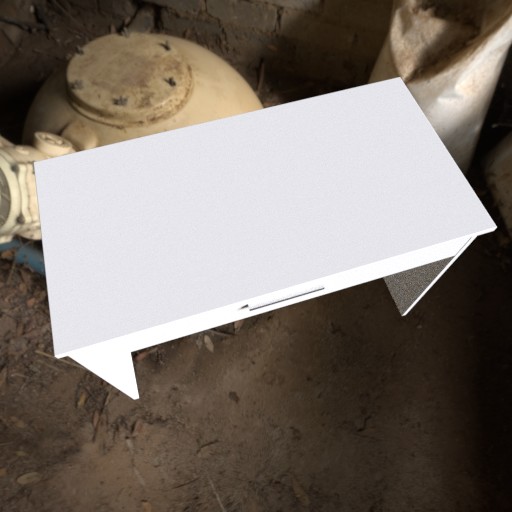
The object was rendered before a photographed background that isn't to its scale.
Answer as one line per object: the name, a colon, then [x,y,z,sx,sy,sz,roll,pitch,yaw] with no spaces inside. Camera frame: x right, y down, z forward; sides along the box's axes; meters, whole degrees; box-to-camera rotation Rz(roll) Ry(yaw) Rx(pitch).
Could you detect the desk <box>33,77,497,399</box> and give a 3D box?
desk: [0.000,0.000,1.490,1.100,0.730,0.560,-16,64,-8]
